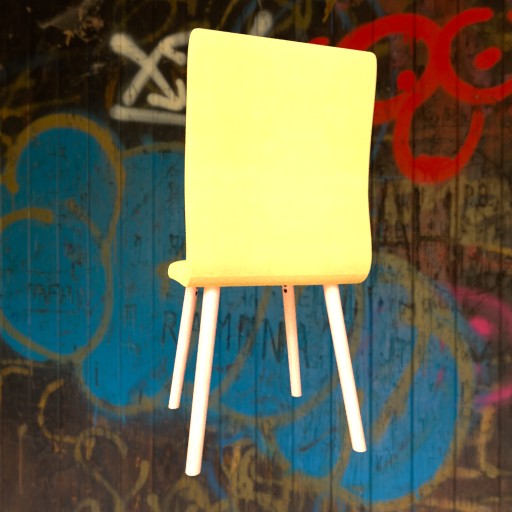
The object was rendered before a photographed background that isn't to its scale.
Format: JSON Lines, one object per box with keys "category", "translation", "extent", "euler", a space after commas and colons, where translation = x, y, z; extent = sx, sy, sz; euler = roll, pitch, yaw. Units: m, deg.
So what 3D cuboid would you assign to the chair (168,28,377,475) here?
{"category": "chair", "translation": [0.000, 0.000, 1.252], "extent": [0.450, 0.965, 0.550], "euler": [0, 1, -16]}
